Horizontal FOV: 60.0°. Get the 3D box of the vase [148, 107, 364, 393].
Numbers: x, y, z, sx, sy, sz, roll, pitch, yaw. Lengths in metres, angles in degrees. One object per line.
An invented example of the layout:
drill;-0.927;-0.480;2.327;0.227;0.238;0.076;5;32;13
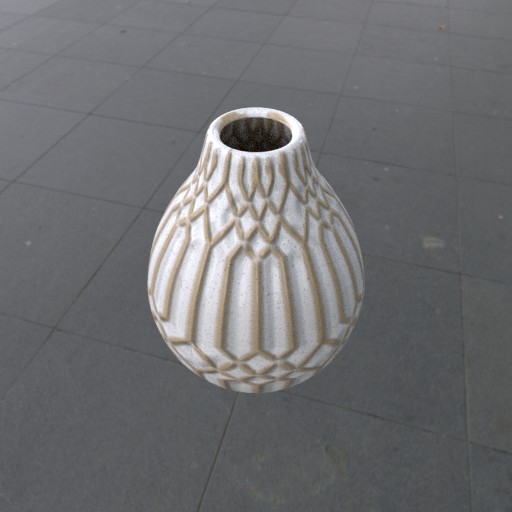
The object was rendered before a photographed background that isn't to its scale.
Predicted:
vase;0.000;0.000;0.316;0.159;0.200;0.159;0;46;0
